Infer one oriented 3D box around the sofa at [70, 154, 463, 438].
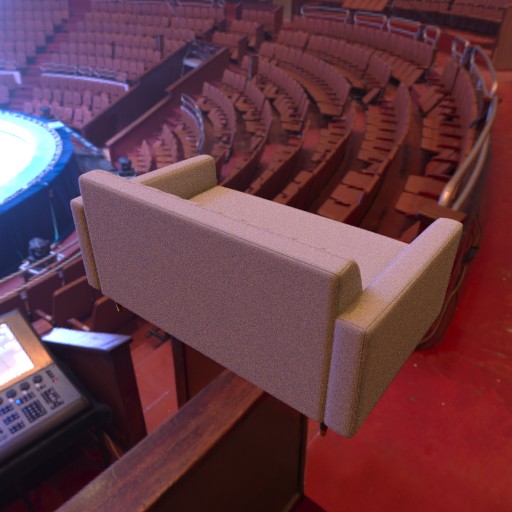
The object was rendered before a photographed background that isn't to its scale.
[{"bbox_3d":[0.000,0.000,2.155,1.585,0.801,0.950,22,37,32],"label":"sofa"}]
